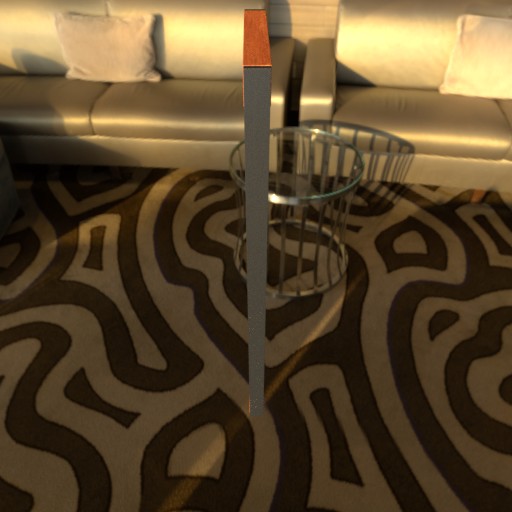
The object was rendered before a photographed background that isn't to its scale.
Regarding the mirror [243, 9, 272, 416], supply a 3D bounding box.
[{"bbox_3d":[0.000,0.000,1.203,0.047,1.123,0.343,-1,43,-1],"label":"mirror"}]
